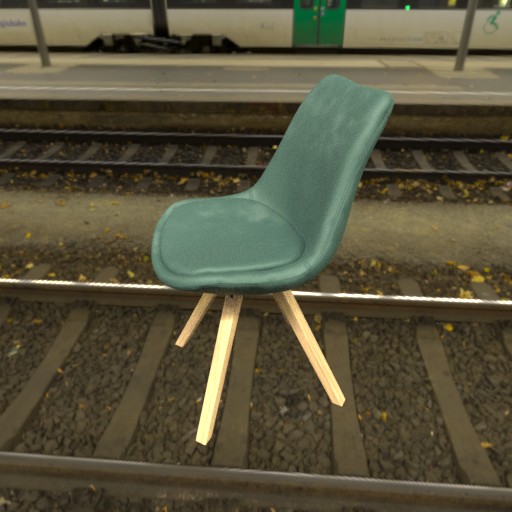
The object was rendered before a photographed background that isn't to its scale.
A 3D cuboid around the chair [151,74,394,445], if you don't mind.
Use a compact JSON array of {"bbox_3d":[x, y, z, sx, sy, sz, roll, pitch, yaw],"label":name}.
[{"bbox_3d":[0.000,0.000,1.200,0.547,0.865,0.483,-9,32,-14],"label":"chair"}]
